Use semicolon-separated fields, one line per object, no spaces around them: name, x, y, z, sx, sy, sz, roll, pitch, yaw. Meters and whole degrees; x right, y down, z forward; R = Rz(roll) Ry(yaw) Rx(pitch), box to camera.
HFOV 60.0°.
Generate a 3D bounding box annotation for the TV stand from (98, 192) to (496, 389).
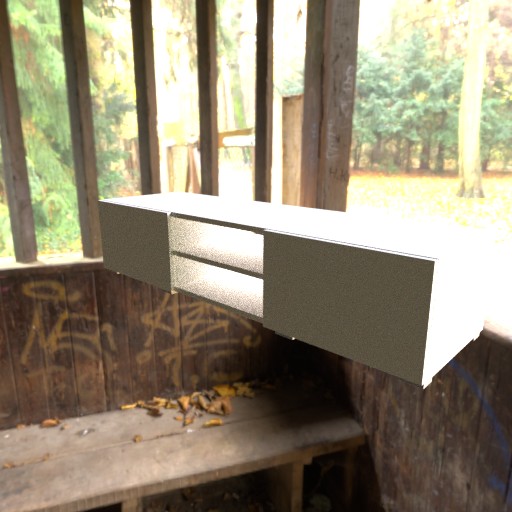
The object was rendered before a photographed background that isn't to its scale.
TV stand;0.000;0.000;1.561;1.400;0.310;0.420;13;20;41
